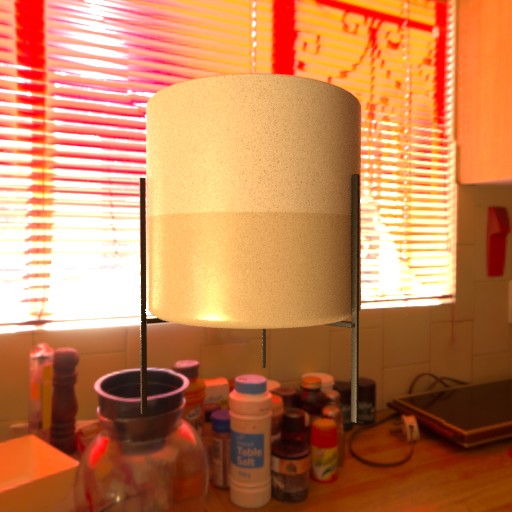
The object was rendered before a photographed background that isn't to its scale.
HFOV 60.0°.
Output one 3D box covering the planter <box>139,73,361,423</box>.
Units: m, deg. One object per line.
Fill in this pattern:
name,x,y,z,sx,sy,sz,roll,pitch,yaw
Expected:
planter,0.000,0.000,0.753,0.368,0.484,0.359,1,2,36
